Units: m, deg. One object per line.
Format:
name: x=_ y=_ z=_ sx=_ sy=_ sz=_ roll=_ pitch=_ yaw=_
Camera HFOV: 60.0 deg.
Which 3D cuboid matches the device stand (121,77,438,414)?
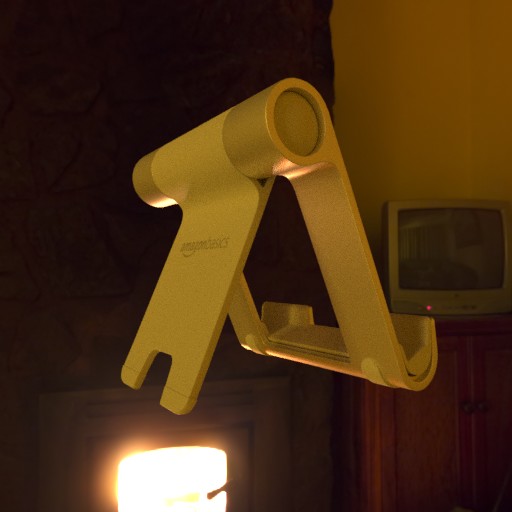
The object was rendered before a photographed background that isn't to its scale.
device stand: x=0.000 y=0.000 z=0.152 sx=0.079 sy=0.084 sz=0.086 roll=1 pitch=-2 yaw=-36
